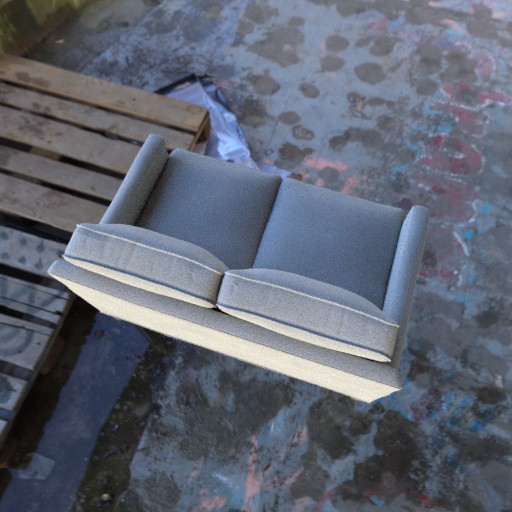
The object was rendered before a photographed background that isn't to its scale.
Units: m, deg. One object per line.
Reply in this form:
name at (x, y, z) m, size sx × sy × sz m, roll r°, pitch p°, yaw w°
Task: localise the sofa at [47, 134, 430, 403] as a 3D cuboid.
sofa at (0.000, 0.000, 2.289) m, size 1.597 × 1.003 × 1.084 m, roll 17°, pitch 64°, yaw 8°
